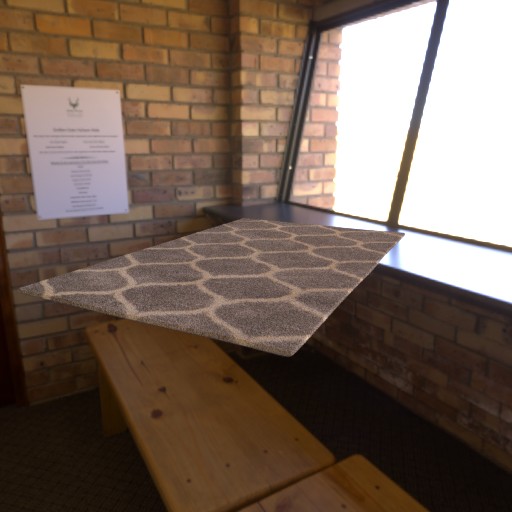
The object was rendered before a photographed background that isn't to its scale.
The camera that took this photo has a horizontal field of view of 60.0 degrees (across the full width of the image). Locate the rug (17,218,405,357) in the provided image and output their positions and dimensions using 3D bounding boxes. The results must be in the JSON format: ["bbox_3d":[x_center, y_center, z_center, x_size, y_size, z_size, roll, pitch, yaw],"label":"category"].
[{"bbox_3d":[0.000,0.000,2.894,1.501,0.025,2.348,7,16,26],"label":"rug"}]
